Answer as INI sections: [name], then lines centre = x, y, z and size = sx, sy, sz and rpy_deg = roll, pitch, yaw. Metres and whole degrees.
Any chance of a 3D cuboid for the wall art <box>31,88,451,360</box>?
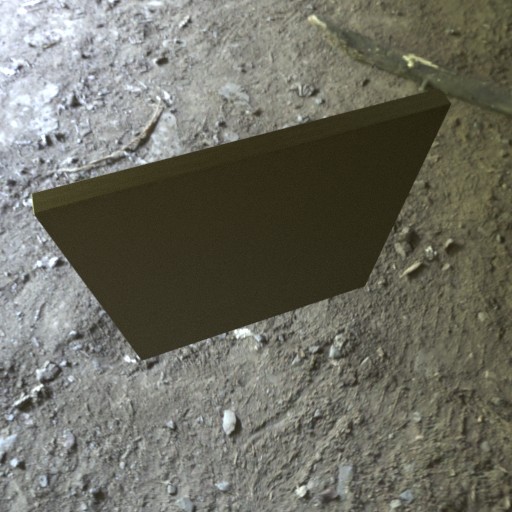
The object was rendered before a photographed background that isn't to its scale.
[wall art]
centre = 0.000, 0.000, 0.730
size = 0.503, 0.506, 0.031
rpy_deg = -17, 61, -10
